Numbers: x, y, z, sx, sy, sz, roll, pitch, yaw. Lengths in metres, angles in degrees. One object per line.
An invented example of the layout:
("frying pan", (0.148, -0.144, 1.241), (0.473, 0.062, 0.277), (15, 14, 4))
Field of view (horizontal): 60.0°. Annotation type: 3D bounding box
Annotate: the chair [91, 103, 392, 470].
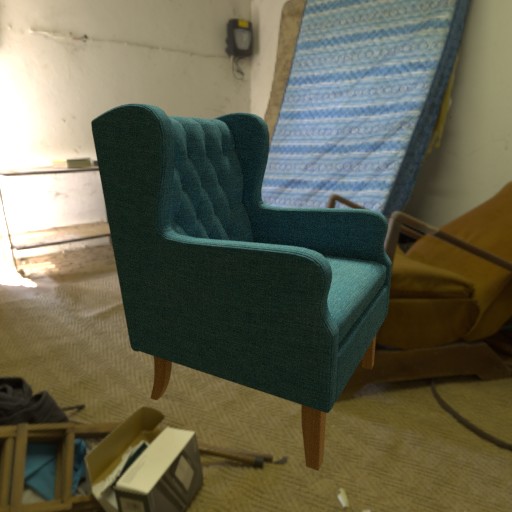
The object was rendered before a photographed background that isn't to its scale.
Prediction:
("chair", (0.000, 0.000, 1.492), (0.775, 0.952, 0.711), (8, 17, 26))
